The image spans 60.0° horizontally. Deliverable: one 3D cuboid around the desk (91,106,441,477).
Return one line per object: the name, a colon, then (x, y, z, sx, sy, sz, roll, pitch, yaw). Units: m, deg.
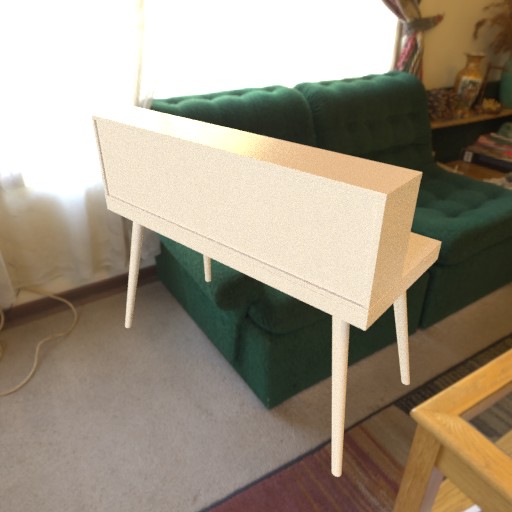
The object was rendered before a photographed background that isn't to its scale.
desk: (0.000, 0.000, 1.728, 1.199, 0.990, 0.559, 23, 37, 34)
